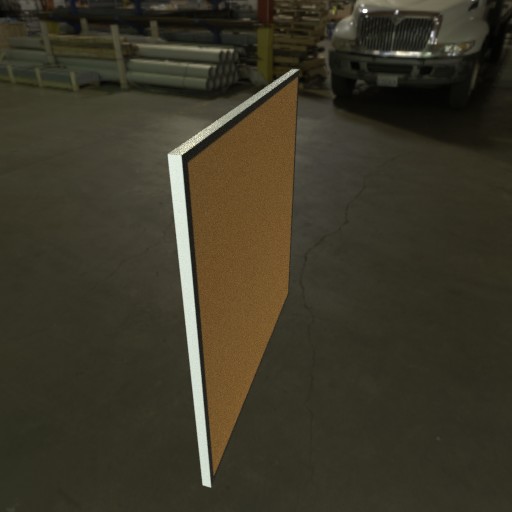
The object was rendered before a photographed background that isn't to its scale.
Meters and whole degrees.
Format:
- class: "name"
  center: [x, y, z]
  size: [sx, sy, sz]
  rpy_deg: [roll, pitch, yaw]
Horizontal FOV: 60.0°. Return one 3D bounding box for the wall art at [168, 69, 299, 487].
- class: "wall art"
  center: [0.000, 0.000, 1.167]
  size: [0.022, 0.803, 0.805]
  rpy_deg: [9, 32, 14]
